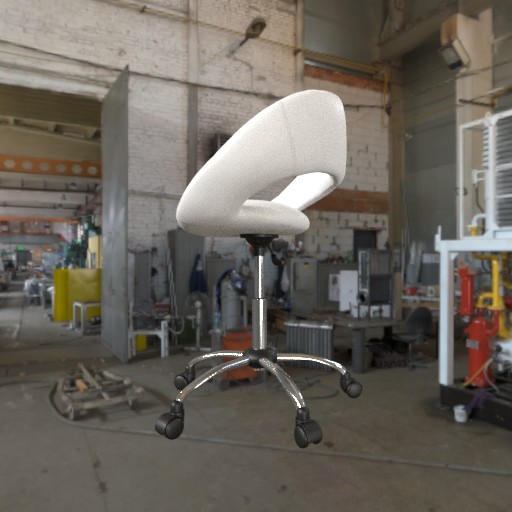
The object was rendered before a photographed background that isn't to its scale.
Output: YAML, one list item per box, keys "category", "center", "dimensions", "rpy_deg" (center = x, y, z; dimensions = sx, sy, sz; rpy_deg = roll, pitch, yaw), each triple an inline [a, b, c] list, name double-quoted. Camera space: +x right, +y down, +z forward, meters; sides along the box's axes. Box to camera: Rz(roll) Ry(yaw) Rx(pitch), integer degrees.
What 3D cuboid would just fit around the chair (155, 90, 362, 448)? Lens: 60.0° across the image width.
- category: "chair"
  center: [0.000, 0.000, 1.195]
  dimensions: [0.538, 0.791, 0.612]
  rpy_deg: [0, 0, 18]
